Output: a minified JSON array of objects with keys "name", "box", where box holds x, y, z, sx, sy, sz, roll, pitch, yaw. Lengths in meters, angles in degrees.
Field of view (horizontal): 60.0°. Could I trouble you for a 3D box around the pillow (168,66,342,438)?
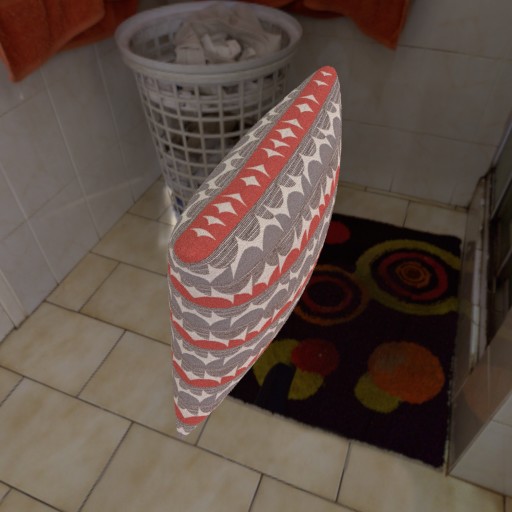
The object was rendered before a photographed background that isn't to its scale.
[{"name":"pillow","box":[0.000,0.000,0.642,0.180,0.410,0.420,17,48,16]}]
